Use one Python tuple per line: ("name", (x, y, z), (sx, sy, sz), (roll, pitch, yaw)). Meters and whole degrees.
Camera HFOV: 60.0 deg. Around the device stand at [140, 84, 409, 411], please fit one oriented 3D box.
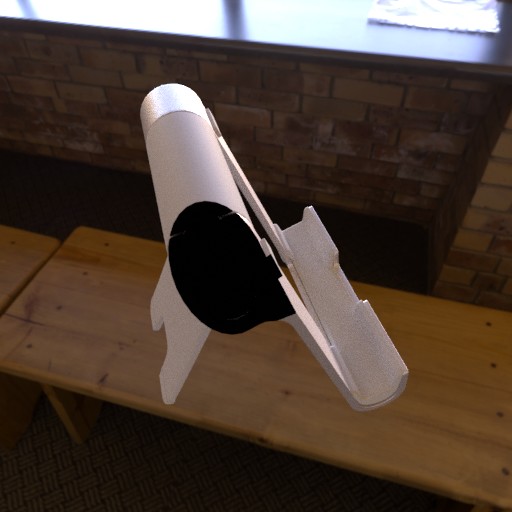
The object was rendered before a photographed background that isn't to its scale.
("device stand", (0.000, 0.000, 0.147), (0.079, 0.084, 0.086), (-11, 46, -11))
